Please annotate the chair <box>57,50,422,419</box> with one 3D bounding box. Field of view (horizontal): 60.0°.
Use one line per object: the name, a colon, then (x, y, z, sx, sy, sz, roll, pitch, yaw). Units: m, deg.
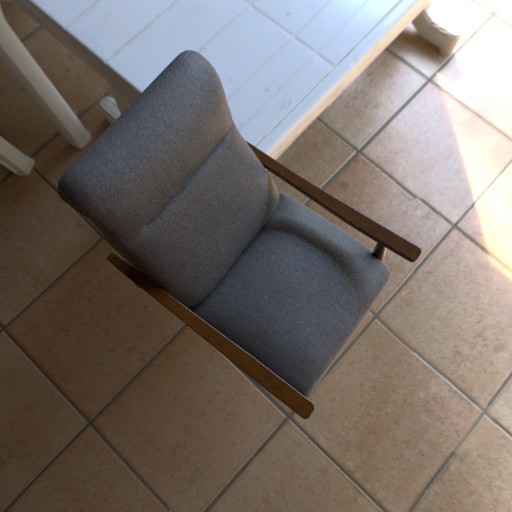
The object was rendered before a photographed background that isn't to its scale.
chair: (0.000, 0.000, 1.756, 1.014, 1.081, 0.762, 36, 77, 10)
